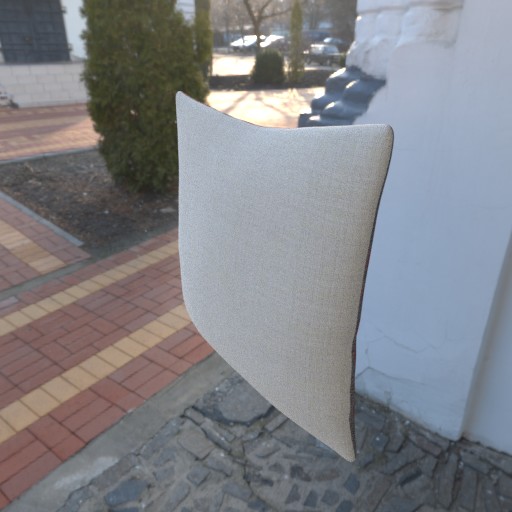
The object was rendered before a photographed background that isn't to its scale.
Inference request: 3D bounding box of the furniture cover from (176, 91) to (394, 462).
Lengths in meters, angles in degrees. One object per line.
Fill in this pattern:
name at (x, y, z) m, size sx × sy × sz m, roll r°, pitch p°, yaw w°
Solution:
furniture cover at (0.000, 0.000, 0.634) m, size 0.145 × 0.420 × 0.435 m, roll -17°, pitch 31°, yaw -31°
